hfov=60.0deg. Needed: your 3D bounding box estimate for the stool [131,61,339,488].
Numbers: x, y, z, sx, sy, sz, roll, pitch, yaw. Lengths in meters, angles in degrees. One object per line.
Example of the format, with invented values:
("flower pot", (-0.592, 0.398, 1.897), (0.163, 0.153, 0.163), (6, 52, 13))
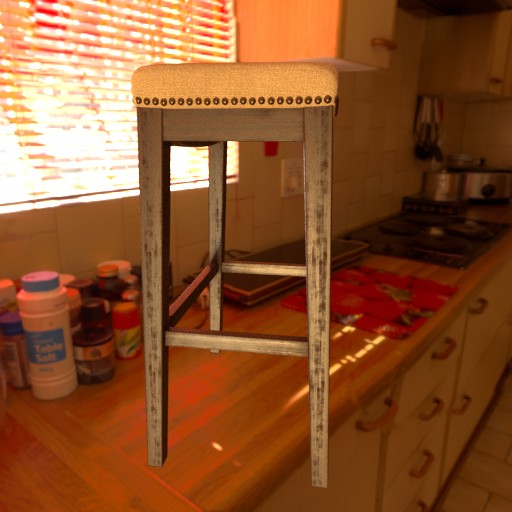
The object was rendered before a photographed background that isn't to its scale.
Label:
("stool", (0.000, 0.000, 1.009), (0.363, 0.768, 0.509), (3, 16, 9))
